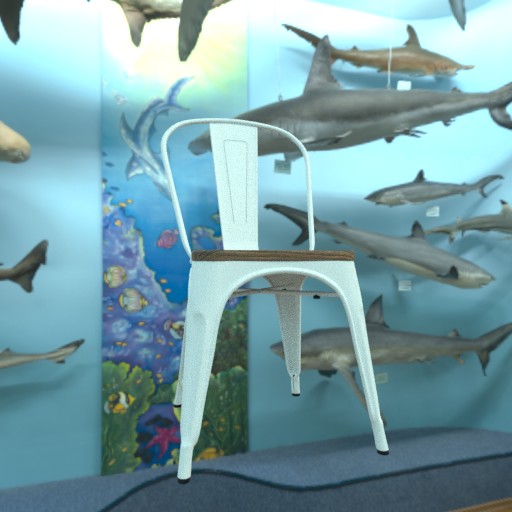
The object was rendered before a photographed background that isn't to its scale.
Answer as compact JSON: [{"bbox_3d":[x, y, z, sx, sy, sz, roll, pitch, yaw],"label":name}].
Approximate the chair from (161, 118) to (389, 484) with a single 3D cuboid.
[{"bbox_3d":[0.000,0.000,1.136,0.452,0.851,0.521,0,0,-16],"label":"chair"}]
